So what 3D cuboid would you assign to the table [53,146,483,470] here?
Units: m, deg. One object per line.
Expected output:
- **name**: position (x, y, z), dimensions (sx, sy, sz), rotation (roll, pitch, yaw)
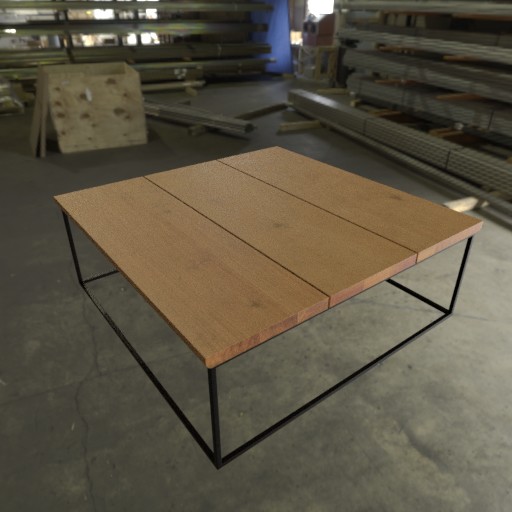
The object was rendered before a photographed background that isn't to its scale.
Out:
- **table**: position (0.000, 0.000, 1.693), dimensions (1.100, 0.400, 1.100), rotation (-21, 36, -31)
